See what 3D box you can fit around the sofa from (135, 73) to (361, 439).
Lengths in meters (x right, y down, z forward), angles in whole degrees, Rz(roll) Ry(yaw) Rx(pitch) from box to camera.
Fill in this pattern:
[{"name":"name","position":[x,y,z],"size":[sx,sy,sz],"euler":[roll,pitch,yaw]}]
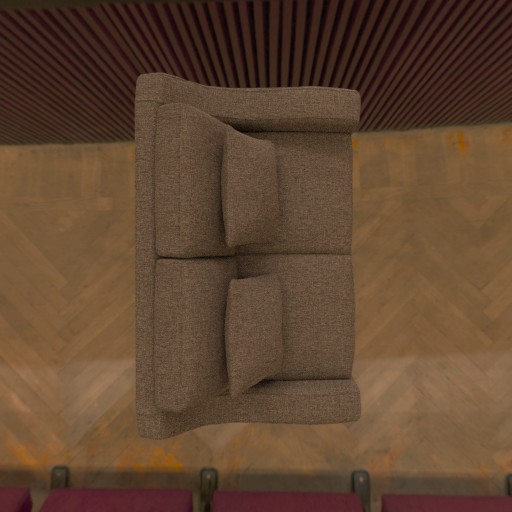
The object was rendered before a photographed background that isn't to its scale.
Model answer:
[{"name":"sofa","position":[0.000,0.000,2.430],"size":[1.120,0.991,1.778],"euler":[0,91,3]}]
